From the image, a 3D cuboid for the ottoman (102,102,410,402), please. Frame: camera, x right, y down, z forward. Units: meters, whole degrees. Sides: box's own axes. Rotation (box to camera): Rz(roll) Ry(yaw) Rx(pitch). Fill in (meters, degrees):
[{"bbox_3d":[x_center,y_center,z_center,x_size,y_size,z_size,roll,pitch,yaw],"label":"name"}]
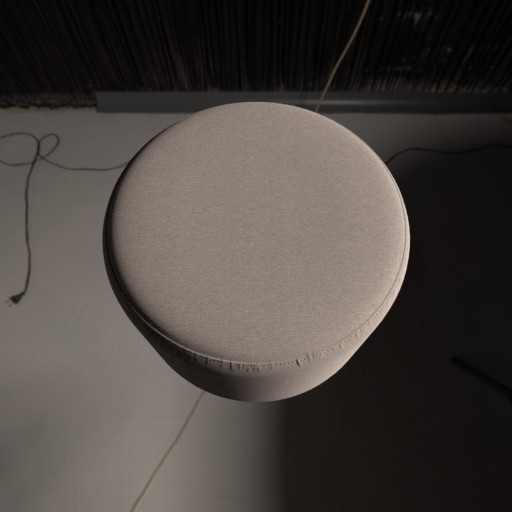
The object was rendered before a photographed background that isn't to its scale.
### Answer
[{"bbox_3d":[0.000,0.000,1.024,0.608,0.433,0.608,0,64,0],"label":"ottoman"}]
